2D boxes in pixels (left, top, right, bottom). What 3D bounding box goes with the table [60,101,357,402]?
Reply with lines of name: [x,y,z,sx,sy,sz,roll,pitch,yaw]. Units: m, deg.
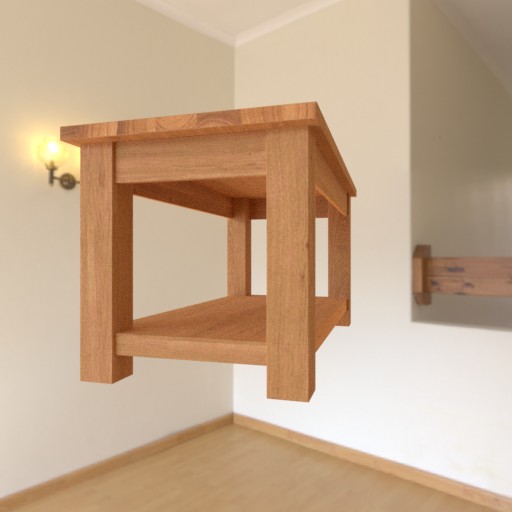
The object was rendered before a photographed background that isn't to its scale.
table: [0.000,0.000,1.142,0.450,0.452,0.899,0,0,16]
